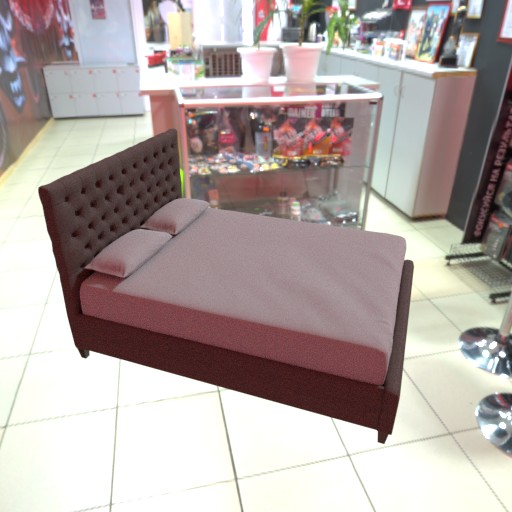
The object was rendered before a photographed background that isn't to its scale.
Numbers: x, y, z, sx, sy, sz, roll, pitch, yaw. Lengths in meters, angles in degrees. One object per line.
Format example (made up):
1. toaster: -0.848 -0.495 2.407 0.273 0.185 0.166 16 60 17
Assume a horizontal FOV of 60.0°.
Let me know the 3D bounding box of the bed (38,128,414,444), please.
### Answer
1. bed: 0.000 0.000 3.464 2.387 1.427 1.698 10 31 17
